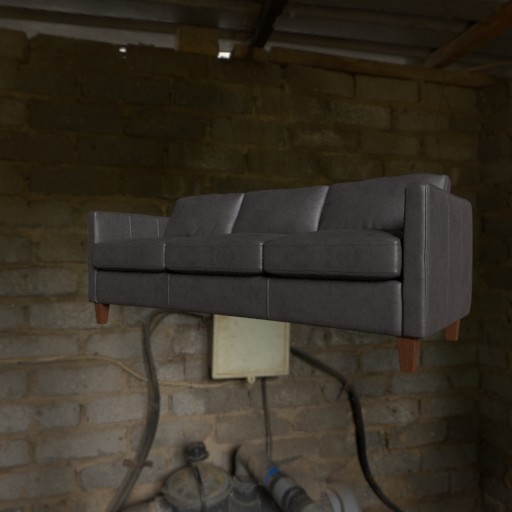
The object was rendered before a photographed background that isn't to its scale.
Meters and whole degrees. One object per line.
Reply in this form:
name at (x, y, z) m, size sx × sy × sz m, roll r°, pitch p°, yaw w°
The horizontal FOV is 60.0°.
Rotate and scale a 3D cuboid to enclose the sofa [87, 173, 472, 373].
sofa at (0.000, 0.000, 2.937) m, size 2.464 × 1.006 × 1.045 m, roll 0°, pitch 1°, yaw 36°
